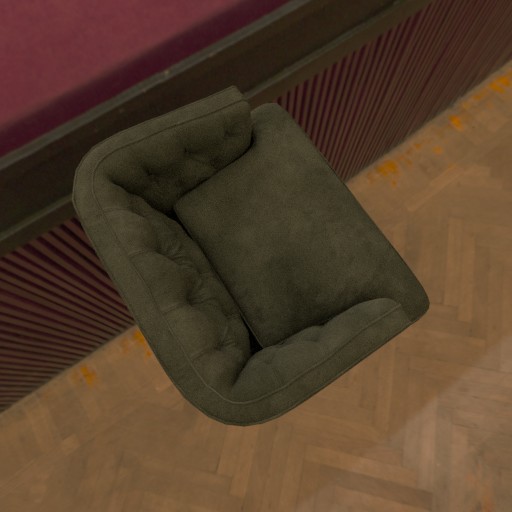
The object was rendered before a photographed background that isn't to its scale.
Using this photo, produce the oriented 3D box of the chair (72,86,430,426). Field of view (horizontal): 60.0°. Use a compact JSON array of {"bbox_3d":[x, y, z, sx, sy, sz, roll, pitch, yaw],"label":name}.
[{"bbox_3d":[0.000,0.000,1.760,0.941,0.852,1.104,-32,76,-9],"label":"chair"}]
